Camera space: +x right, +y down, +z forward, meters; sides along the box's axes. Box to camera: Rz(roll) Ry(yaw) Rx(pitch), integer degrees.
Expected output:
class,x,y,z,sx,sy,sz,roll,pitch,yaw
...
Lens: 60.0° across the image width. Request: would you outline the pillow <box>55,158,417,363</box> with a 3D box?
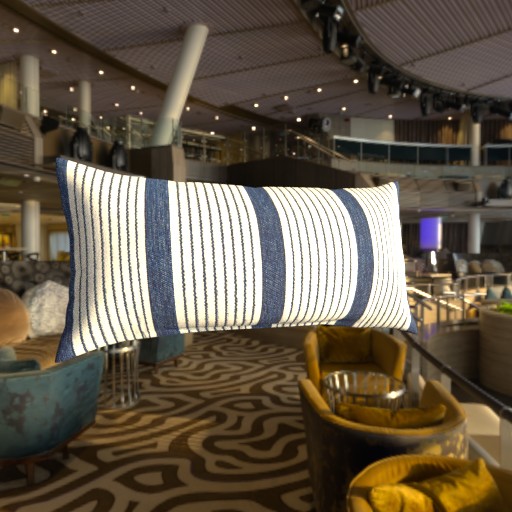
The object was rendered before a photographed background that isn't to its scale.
class,x,y,z,sx,sy,sz,roll,pitch,yaw
pillow,0.000,0.000,0.731,0.608,0.292,0.156,0,1,-19
